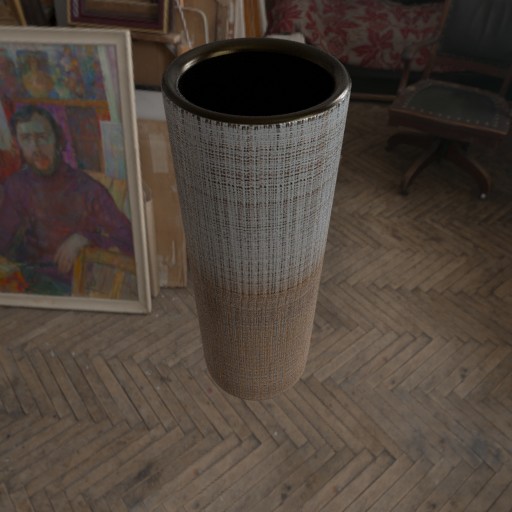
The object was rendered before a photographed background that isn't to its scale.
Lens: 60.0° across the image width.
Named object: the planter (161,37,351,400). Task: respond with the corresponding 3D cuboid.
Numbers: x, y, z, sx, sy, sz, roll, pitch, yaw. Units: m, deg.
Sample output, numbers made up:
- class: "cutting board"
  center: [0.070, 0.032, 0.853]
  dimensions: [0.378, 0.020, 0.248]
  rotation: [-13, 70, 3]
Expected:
- class: "planter"
  center: [0.000, 0.000, 0.331]
  dimensions: [0.099, 0.278, 0.099]
  rotation: [-25, 51, -22]
